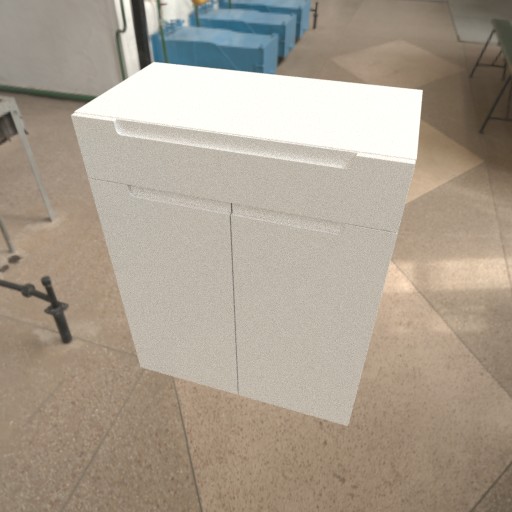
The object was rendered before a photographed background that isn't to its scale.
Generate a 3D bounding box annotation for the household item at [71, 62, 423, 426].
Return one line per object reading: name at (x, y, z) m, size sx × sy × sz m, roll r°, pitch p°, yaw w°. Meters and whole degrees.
household item at (0.000, 0.000, 1.434) m, size 0.790 × 1.010 × 0.420 m, roll 12°, pitch 41°, yaw 13°
